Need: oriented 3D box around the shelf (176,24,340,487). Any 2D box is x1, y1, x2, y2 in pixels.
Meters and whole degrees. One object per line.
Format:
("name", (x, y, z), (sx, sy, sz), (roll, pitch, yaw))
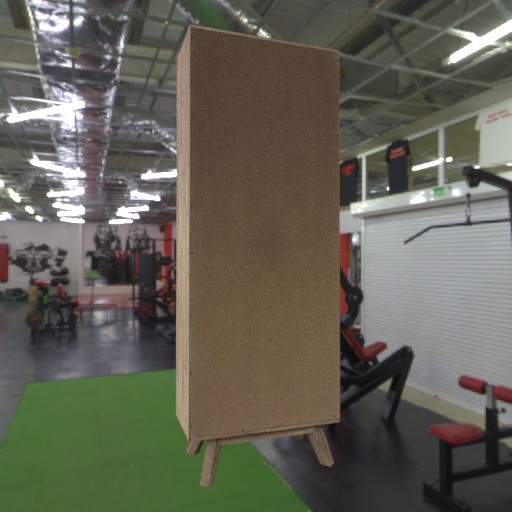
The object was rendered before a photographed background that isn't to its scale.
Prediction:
("shelf", (0.000, 0.000, 1.475), (0.491, 1.342, 0.267), (0, -1, -19))
